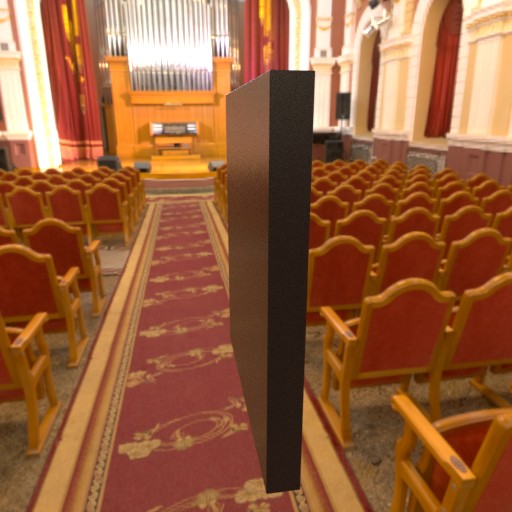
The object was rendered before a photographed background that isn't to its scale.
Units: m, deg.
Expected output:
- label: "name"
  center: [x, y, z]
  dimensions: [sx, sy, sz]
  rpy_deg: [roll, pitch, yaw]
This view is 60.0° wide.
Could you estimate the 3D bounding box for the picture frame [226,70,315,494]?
- label: "picture frame"
  center: [0.000, 0.000, 0.528]
  dimensions: [0.034, 0.378, 0.328]
  rpy_deg: [-3, 17, -9]
